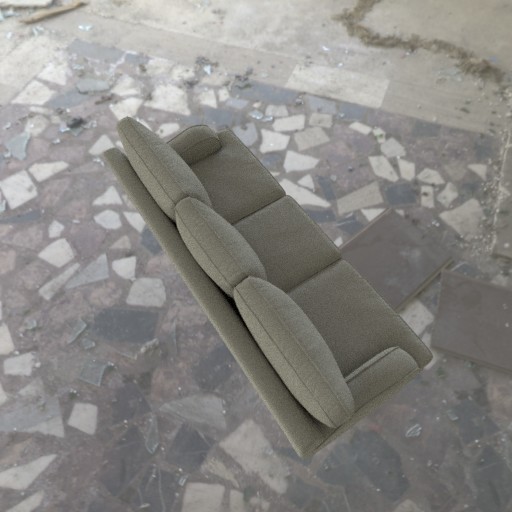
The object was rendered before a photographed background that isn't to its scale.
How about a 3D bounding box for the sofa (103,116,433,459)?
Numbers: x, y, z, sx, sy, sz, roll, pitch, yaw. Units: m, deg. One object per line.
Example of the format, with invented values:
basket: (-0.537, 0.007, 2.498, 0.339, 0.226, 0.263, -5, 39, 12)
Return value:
sofa: (0.000, 0.000, 2.907, 1.016, 0.997, 2.323, -30, 63, -17)
